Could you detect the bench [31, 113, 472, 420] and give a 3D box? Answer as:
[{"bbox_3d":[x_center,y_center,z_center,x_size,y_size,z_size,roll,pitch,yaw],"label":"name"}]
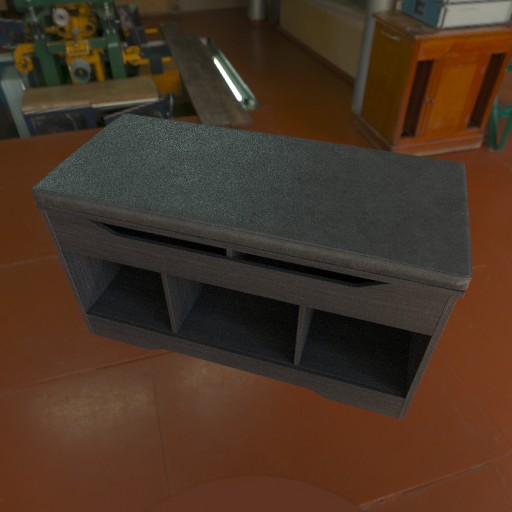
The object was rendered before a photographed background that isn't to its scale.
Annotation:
[{"bbox_3d":[0.000,0.000,1.161,0.905,0.501,0.401,12,43,13],"label":"bench"}]
